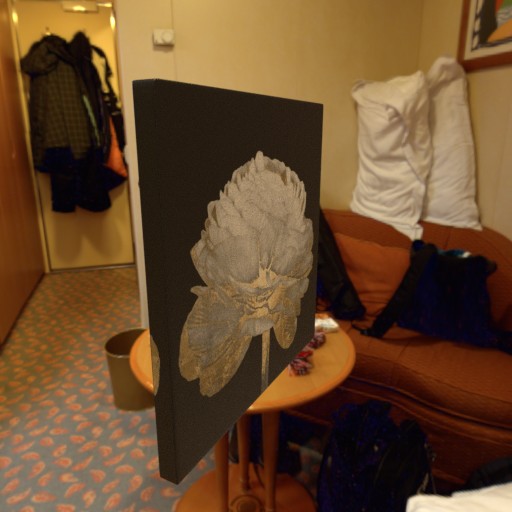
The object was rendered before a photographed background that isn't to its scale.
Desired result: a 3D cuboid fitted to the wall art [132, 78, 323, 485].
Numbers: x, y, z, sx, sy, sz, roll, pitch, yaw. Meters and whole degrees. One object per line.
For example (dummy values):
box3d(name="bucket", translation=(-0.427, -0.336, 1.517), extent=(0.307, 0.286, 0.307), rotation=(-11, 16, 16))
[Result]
box3d(name="wall art", translation=(0.000, 0.000, 0.895), extent=(0.043, 0.611, 0.610), rotation=(8, 18, 27))
